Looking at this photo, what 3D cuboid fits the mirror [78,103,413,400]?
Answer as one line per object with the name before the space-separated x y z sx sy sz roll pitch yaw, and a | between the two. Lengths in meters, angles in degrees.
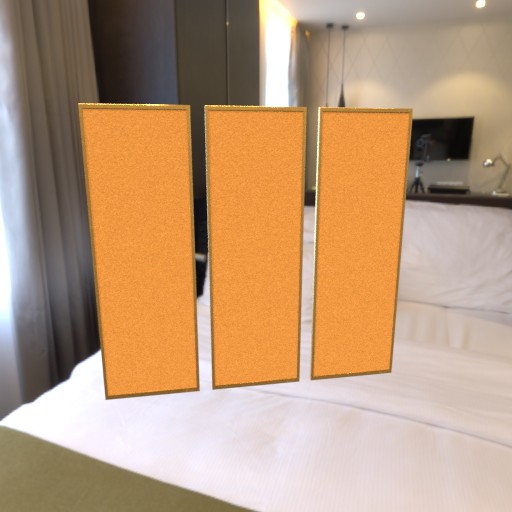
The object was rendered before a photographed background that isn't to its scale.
mirror | 0.000 0.000 1.445 1.011 0.926 0.023 -3 14 -10
